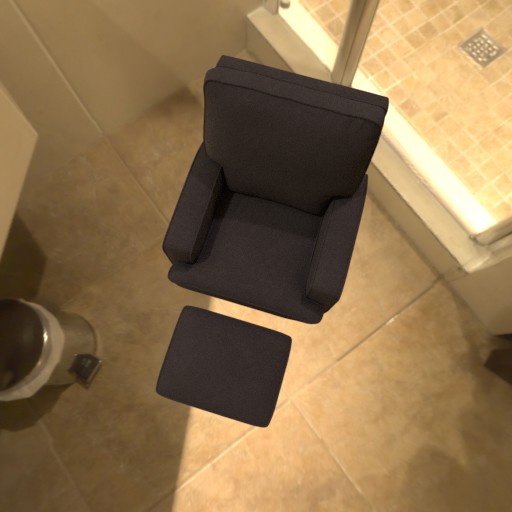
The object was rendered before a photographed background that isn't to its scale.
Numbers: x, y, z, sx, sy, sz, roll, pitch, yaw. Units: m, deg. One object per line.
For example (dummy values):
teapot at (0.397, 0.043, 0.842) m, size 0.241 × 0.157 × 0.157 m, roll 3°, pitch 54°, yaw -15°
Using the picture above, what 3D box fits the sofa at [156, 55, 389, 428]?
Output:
sofa at (0.000, 0.000, 2.062) m, size 0.861 × 0.959 × 1.472 m, roll 16°, pitch 76°, yaw 4°
